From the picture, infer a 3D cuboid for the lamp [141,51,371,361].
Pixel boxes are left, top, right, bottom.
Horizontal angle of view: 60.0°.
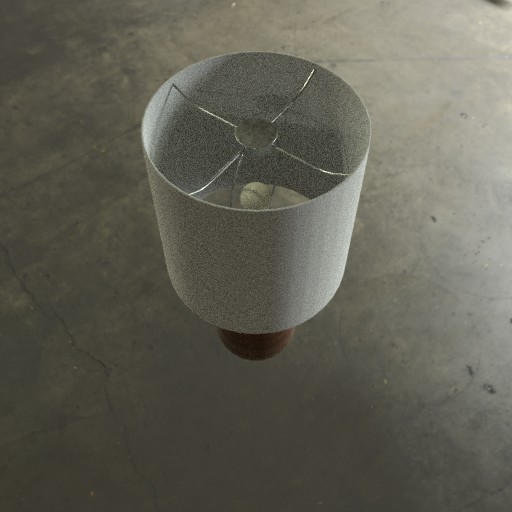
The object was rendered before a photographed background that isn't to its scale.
[{"bbox_3d":[0.000,0.000,0.474,0.186,0.369,0.186,0,58,0],"label":"lamp"}]
